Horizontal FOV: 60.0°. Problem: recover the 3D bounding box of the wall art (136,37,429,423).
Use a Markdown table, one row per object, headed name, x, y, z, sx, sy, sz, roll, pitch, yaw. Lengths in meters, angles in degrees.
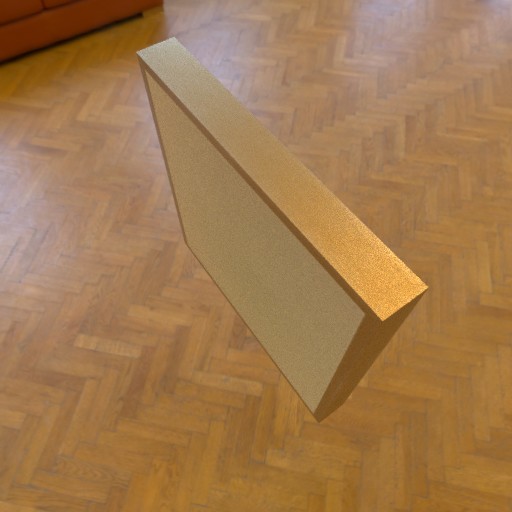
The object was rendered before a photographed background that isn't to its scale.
| name | x | y | z | sx | sy | sz | roll | pitch | yaw |
| --- | --- | --- | --- | --- | --- | --- | --- | --- | --- |
| wall art | 0.000 | 0.000 | 0.455 | 0.038 | 0.305 | 0.306 | -31 | 64 | -17 |
